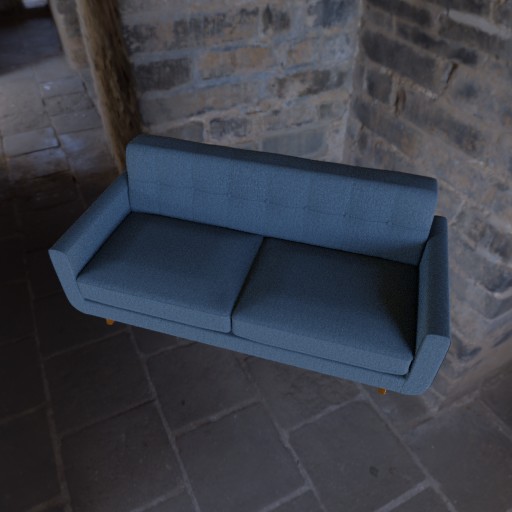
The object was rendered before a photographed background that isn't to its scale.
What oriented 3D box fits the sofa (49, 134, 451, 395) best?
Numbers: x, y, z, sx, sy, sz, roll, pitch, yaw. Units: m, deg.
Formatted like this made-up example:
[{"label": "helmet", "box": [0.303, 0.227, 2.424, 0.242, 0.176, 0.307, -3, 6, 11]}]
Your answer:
[{"label": "sofa", "box": [0.000, 0.000, 2.565, 2.055, 0.884, 0.942, 11, 44, 12]}]
